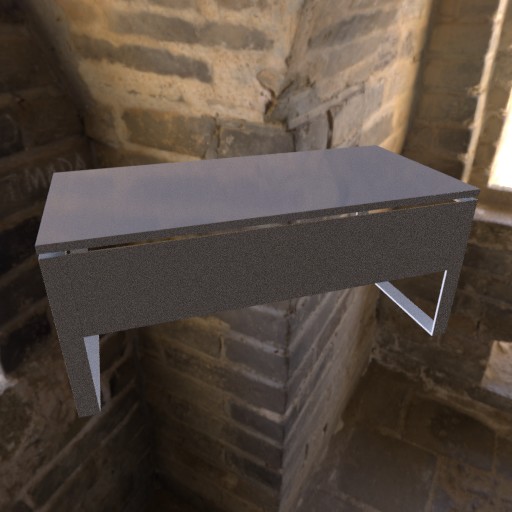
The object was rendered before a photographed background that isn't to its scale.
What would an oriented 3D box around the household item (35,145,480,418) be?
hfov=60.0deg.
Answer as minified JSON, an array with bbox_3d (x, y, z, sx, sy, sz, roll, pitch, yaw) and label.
[{"bbox_3d":[0.000,0.000,2.114,1.700,0.745,0.800,-9,29,-16],"label":"household item"}]
